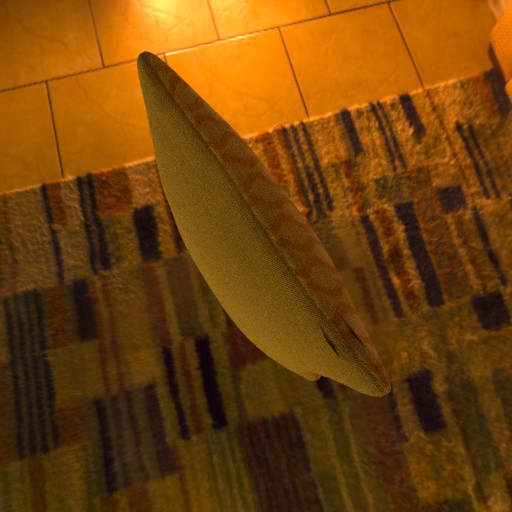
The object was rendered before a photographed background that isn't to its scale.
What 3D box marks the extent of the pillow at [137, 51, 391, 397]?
[{"bbox_3d":[0.000,0.000,0.640,0.159,0.436,0.429,-34,78,-8],"label":"pillow"}]
